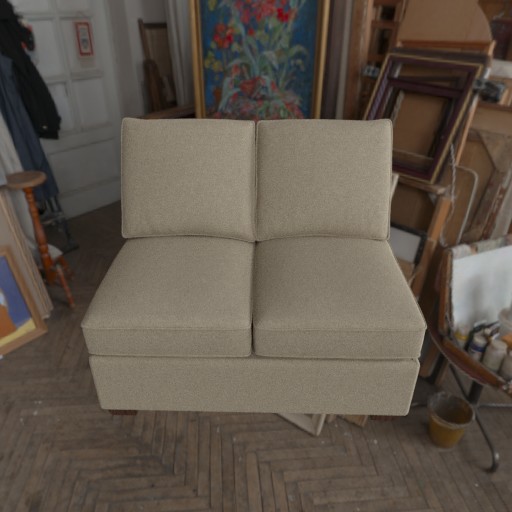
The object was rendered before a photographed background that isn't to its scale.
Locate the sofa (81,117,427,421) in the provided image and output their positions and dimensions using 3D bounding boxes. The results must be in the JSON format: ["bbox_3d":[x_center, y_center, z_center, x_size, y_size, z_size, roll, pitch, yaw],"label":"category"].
[{"bbox_3d":[0.000,0.000,1.911,1.237,1.008,0.951,1,30,1],"label":"sofa"}]
